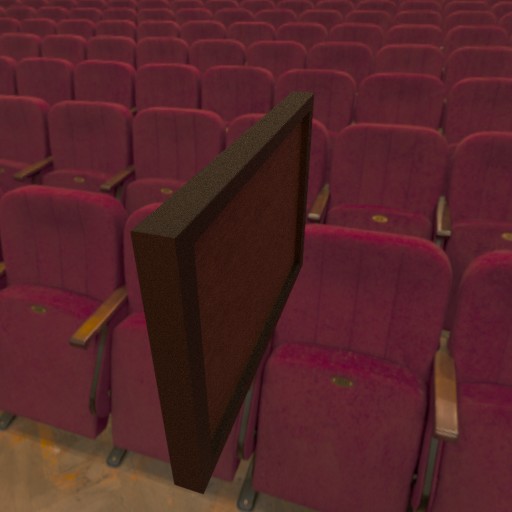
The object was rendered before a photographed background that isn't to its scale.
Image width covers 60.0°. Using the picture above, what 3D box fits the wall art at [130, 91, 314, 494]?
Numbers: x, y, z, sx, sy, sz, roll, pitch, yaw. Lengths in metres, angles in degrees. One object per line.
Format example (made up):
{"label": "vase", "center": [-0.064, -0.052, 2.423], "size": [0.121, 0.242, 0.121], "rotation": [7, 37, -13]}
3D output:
{"label": "wall art", "center": [0.000, 0.000, 0.836], "size": [0.051, 0.456, 0.671], "rotation": [10, 34, 15]}
